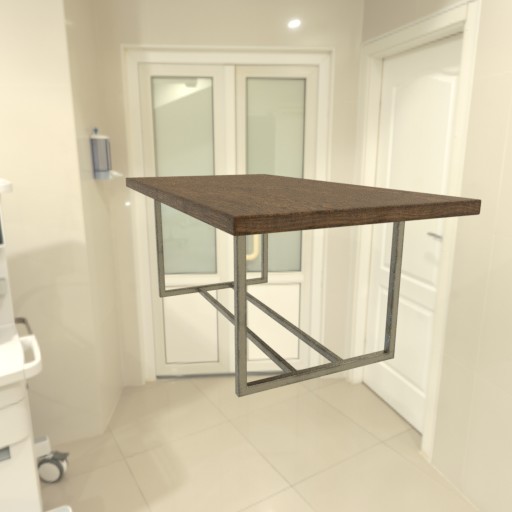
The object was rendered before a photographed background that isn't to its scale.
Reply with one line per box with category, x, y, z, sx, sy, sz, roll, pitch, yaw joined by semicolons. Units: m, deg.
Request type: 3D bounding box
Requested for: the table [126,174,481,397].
table;0.000;0.000;2.529;1.078;0.795;1.989;-6;15;-24
